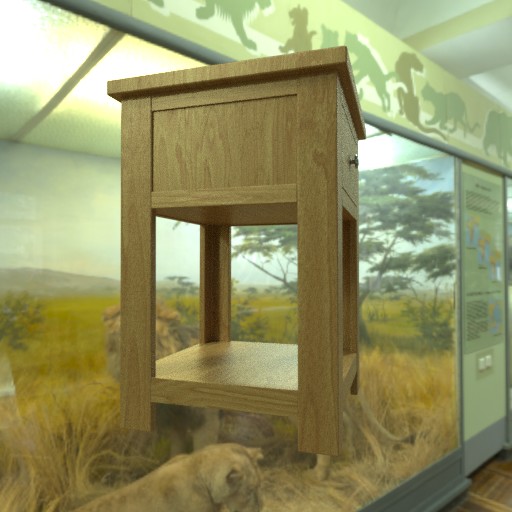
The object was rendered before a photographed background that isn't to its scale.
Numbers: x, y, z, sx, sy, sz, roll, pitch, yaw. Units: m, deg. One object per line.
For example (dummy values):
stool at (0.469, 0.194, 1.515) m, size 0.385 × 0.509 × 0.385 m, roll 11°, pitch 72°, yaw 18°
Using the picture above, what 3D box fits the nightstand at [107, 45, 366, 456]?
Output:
nightstand at (0.000, 0.000, 0.915) m, size 0.418 × 0.614 × 0.428 m, roll 0°, pitch -1°, yaw 18°
